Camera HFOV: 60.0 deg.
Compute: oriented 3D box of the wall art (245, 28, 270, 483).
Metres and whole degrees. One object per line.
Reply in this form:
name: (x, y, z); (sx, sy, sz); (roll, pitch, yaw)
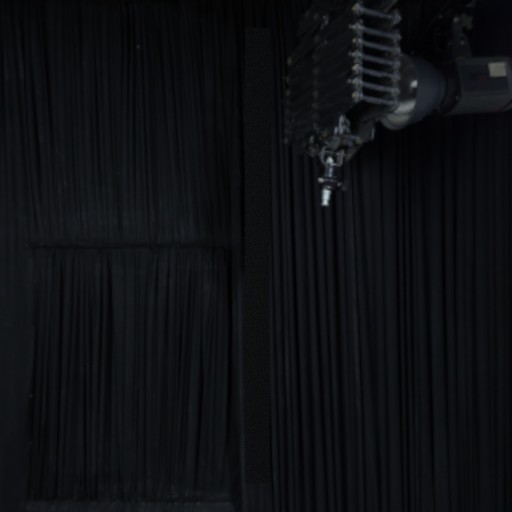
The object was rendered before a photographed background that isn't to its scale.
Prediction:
wall art: (0.000, 0.000, 0.774); (0.031, 0.558, 0.461); (0, 0, 0)
